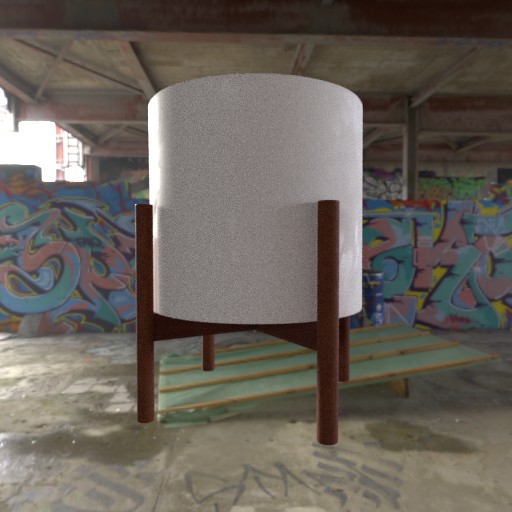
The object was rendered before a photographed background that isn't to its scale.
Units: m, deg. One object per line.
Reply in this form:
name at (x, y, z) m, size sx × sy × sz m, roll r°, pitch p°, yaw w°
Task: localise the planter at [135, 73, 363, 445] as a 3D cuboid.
planter at (0.000, 0.000, 0.902) m, size 0.420 × 0.581 × 0.421 m, roll 1°, pitch 2°, yaw 17°
